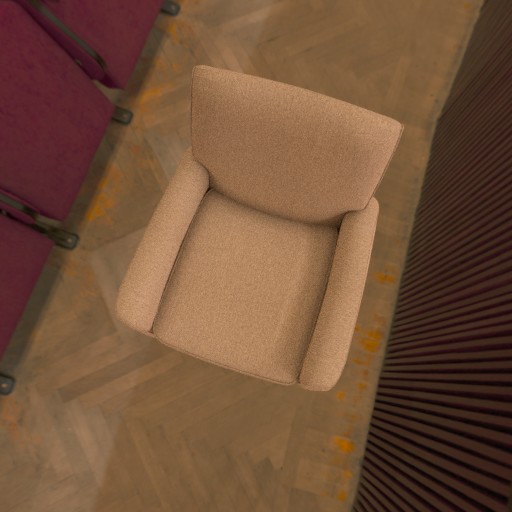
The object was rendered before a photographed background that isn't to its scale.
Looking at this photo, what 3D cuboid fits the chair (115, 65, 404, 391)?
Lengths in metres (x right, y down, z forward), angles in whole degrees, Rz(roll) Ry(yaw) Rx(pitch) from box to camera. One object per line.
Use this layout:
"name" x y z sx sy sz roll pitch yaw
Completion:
"chair" 0.000 0.000 1.705 0.848 1.014 0.864 18 76 5
